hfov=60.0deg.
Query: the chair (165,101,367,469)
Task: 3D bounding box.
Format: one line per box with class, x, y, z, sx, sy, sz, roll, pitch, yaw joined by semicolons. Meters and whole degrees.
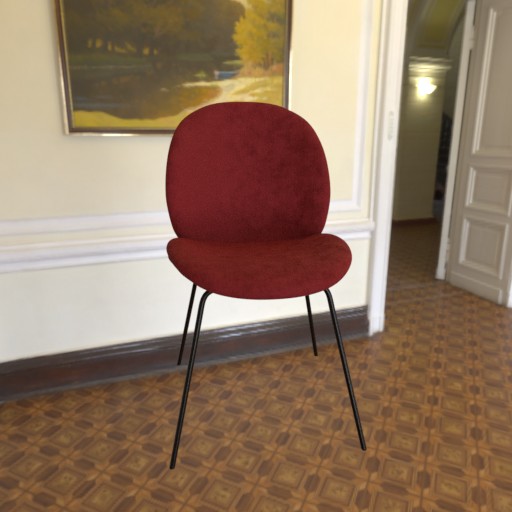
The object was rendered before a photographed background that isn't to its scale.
chair;0.000;0.000;1.145;0.458;0.791;0.587;-2;15;-7
